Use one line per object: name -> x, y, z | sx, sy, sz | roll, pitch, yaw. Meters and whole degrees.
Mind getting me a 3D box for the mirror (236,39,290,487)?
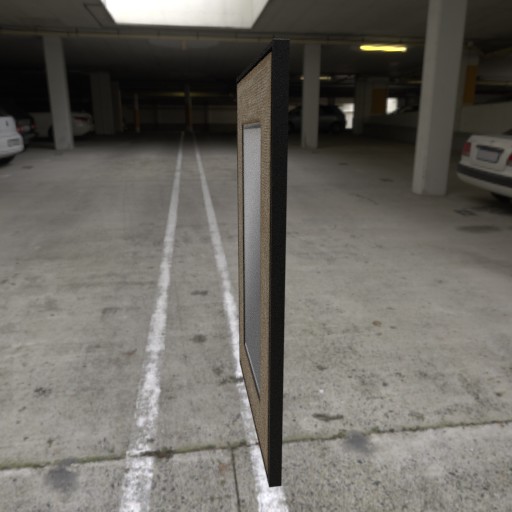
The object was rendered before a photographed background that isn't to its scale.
mirror -> 0.000, 0.000, 1.522 | 0.038, 1.219, 0.762 | -2, 16, -8
